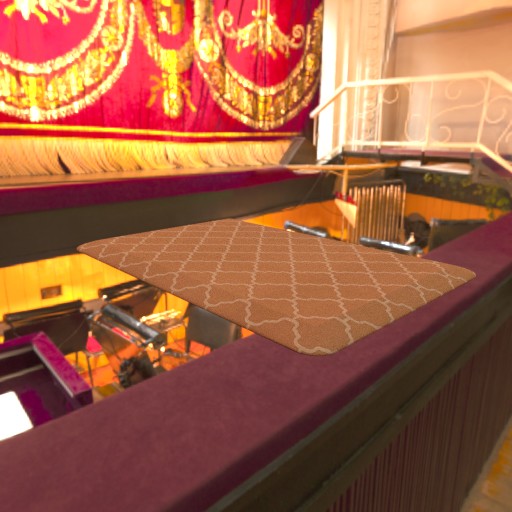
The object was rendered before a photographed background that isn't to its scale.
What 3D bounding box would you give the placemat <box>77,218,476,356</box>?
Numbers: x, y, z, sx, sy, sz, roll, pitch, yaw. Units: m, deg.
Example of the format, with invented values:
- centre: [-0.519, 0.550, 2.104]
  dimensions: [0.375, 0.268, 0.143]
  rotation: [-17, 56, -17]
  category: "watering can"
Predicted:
- centre: [0.000, 0.000, 0.970]
  dimensions: [0.508, 0.021, 0.762]
  rotation: [-14, 21, -41]
  category: "placemat"
